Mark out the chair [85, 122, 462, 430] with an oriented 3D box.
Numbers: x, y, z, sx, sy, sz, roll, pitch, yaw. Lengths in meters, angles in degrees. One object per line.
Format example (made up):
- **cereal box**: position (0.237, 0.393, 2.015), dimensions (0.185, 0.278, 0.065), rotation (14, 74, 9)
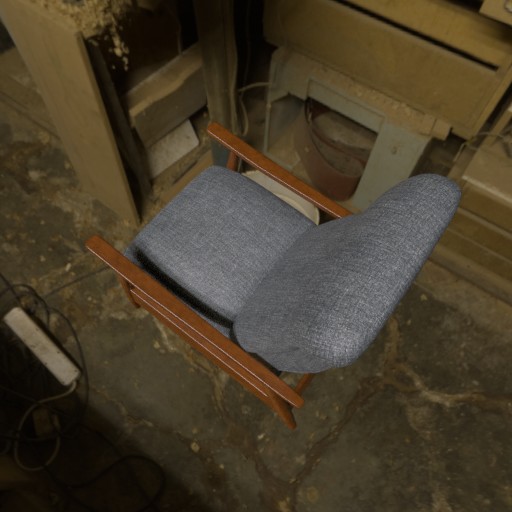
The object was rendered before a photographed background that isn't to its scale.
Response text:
- **chair**: position (0.000, 0.000, 1.715), dimensions (1.030, 1.082, 0.762), rotation (34, 68, 16)
